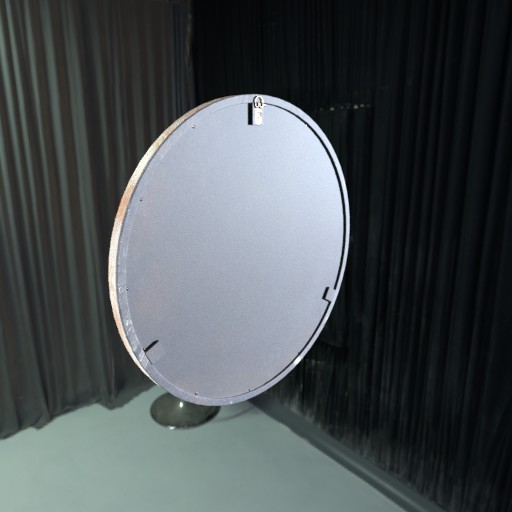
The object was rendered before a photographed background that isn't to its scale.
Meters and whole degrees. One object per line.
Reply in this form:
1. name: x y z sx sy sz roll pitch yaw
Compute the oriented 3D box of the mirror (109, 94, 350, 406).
1. mirror: 0.000 0.000 1.037 0.710 0.710 0.038 -14 20 -42
